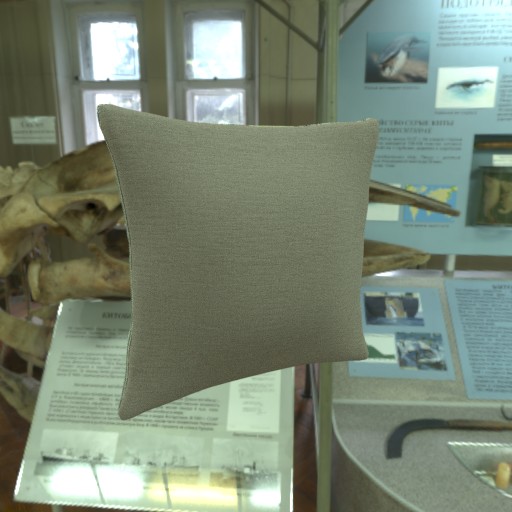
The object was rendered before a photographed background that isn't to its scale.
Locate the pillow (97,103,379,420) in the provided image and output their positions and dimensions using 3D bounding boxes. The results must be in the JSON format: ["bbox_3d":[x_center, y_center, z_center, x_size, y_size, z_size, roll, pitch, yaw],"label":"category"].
[{"bbox_3d":[0.000,0.000,0.669,0.435,0.416,0.189,-6,14,-26],"label":"pillow"}]
